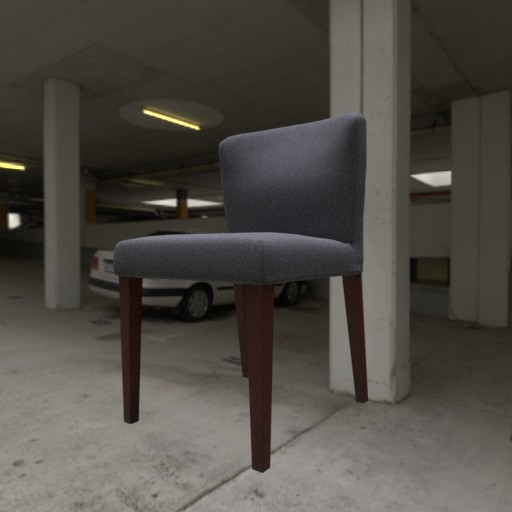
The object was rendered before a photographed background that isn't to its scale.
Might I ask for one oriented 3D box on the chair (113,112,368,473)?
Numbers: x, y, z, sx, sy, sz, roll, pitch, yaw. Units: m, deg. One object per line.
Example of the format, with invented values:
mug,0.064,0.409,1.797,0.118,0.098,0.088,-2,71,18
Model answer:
chair,0.000,0.000,1.204,0.491,0.839,0.592,1,1,37
